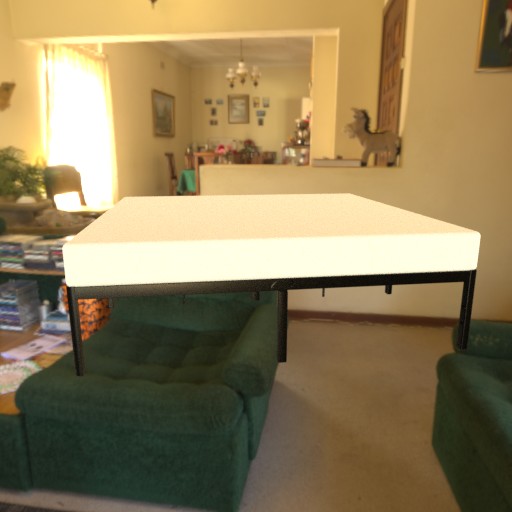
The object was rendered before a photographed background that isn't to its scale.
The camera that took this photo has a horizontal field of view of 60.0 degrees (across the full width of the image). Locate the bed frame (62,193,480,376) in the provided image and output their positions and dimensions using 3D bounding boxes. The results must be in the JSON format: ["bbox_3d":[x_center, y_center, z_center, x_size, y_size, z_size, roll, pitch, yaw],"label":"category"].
[{"bbox_3d":[0.000,0.000,3.147,2.079,0.659,1.963,-2,14,-8],"label":"bed frame"}]
